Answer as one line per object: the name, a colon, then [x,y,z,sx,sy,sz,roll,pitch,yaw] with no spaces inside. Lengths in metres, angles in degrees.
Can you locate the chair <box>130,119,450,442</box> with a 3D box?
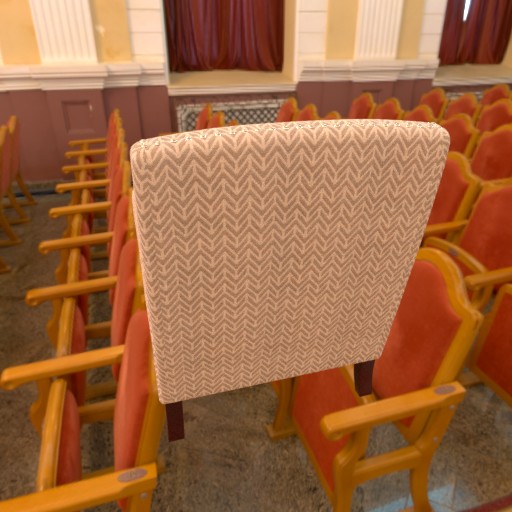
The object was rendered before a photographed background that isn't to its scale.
chair: [0.000,0.000,1.237,0.623,0.816,0.651,-8,27,-15]
